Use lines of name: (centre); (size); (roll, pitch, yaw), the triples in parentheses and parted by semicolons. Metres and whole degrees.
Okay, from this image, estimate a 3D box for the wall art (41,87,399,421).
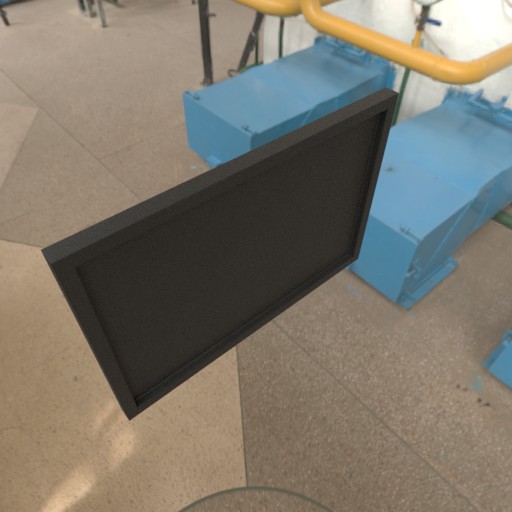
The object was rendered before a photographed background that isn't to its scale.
wall art: (0.000, 0.000, 0.564); (0.443, 0.301, 0.021); (-31, 54, -26)
